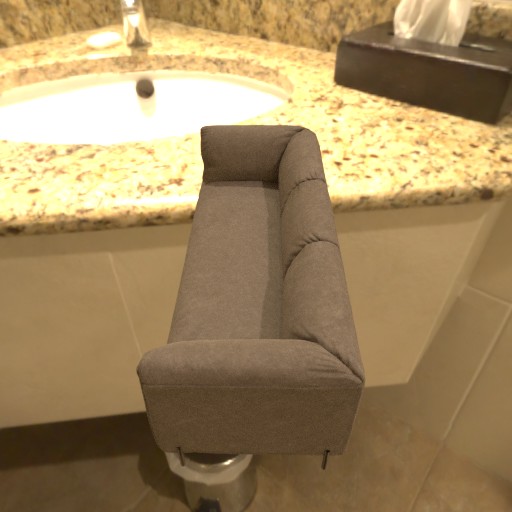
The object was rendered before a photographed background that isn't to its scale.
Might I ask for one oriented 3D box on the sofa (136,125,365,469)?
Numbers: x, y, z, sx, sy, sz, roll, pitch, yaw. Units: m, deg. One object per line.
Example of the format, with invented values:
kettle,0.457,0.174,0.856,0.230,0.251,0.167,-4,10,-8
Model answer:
sofa,0.000,0.000,2.697,0.899,0.758,2.238,1,40,1
